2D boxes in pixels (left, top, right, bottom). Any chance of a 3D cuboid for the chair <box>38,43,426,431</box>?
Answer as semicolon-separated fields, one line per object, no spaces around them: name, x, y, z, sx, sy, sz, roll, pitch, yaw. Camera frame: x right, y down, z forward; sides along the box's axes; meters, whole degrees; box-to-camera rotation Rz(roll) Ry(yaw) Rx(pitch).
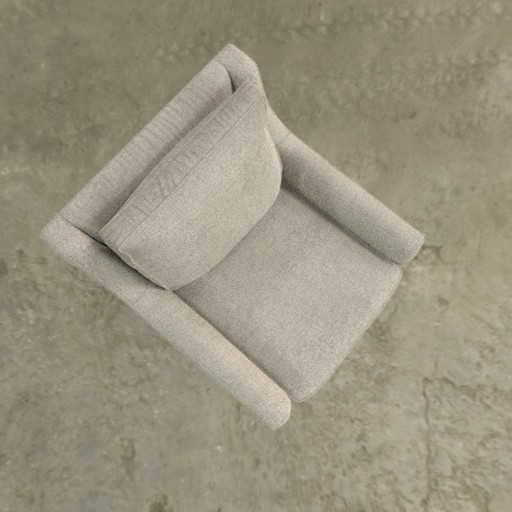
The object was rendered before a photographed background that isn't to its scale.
chair;0.000;0.000;1.565;0.918;0.864;0.838;39;79;9
